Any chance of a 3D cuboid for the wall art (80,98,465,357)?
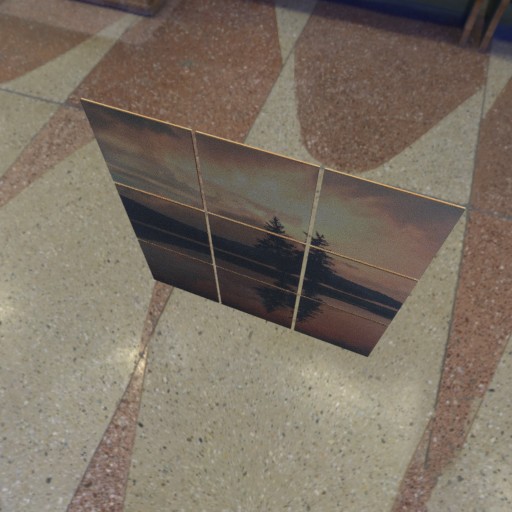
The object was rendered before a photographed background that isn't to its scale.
[{"bbox_3d":[0.000,0.000,2.293,1.520,1.525,0.013,19,60,11],"label":"wall art"}]
